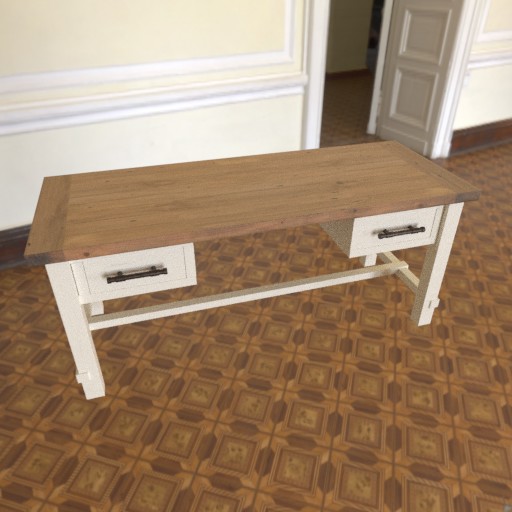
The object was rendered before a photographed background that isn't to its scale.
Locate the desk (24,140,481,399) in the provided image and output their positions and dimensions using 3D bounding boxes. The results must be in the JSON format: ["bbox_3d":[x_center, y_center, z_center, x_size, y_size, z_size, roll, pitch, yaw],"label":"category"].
[{"bbox_3d":[0.000,0.000,2.161,1.803,0.762,0.688,-9,34,-14],"label":"desk"}]
